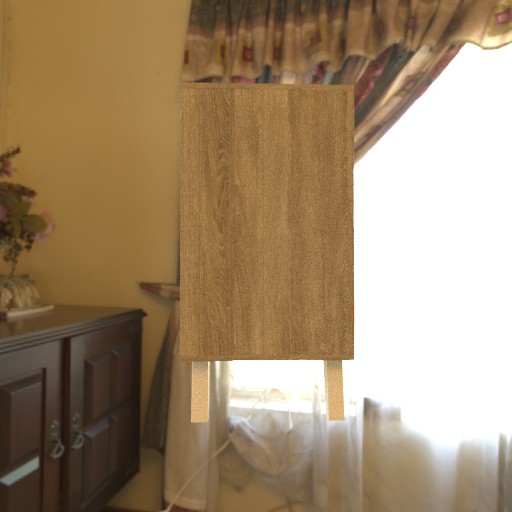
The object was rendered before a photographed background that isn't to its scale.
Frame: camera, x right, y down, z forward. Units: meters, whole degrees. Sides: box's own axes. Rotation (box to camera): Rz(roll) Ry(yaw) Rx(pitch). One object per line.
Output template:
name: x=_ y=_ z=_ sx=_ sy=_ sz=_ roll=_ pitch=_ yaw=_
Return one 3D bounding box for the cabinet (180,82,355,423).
cabinet: x=0.000 y=0.000 z=1.939 sx=0.450 sy=0.870 sz=1.600 roll=0 pitch=-1 yaw=-2
